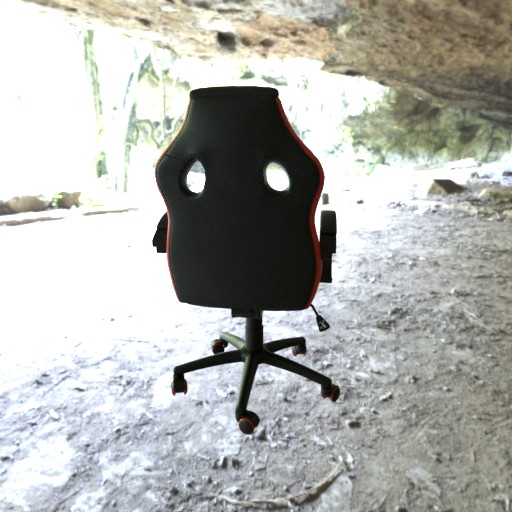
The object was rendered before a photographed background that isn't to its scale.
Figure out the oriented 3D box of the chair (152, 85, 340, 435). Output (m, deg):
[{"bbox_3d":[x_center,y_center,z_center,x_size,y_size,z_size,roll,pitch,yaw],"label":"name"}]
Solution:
[{"bbox_3d":[0.000,0.000,1.483,0.600,1.016,0.642,2,15,8],"label":"chair"}]
